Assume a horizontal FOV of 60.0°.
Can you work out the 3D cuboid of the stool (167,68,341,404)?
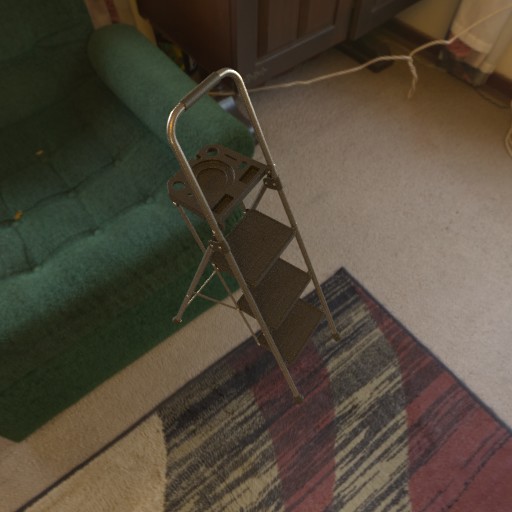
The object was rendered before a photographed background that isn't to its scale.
[{"bbox_3d":[0.000,0.000,1.606,0.733,1.277,0.396,29,61,18],"label":"stool"}]
